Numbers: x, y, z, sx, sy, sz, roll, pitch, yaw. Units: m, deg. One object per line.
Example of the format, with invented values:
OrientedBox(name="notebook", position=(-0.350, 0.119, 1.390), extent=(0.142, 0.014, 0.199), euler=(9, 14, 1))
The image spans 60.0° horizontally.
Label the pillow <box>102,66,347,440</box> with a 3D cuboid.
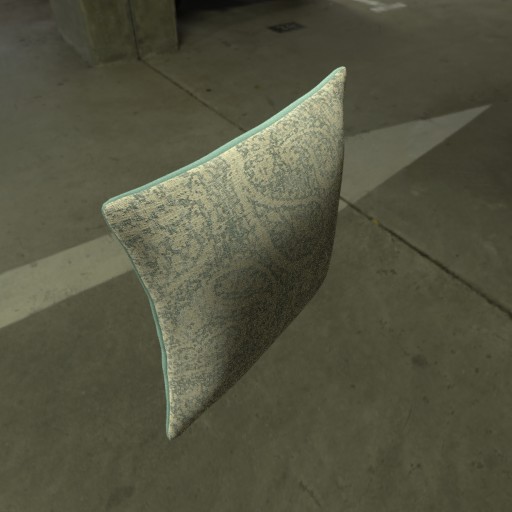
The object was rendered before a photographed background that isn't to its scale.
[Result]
OrientedBox(name="pillow", position=(0.000, 0.000, 0.781), extent=(0.166, 0.507, 0.526), euler=(27, 48, 27))
